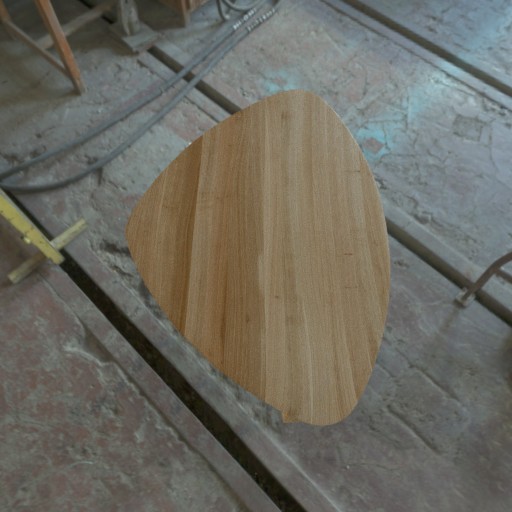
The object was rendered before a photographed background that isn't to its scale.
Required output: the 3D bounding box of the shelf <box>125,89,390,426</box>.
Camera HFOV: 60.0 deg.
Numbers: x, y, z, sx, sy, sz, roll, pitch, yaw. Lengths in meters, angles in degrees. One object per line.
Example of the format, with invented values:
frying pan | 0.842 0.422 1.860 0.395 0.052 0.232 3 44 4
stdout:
shelf | 0.000 0.000 1.663 0.863 0.439 1.240 -1 64 0
